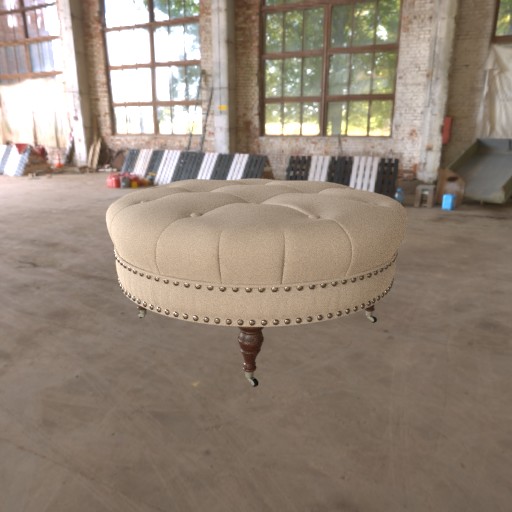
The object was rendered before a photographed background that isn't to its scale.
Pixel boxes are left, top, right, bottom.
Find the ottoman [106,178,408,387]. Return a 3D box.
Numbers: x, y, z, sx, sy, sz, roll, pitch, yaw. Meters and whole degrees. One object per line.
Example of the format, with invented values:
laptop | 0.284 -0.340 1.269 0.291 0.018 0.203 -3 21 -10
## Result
ottoman | 0.000 0.000 1.413 0.901 0.439 0.901 0 17 0
